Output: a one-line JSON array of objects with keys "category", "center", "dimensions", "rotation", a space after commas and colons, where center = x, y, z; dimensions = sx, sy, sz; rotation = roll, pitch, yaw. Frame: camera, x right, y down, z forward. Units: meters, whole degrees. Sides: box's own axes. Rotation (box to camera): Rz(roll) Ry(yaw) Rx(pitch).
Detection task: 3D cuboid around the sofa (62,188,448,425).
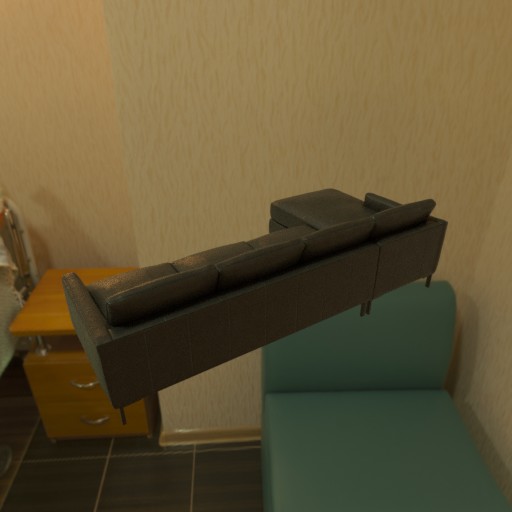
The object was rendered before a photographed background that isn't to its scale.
[{"category": "sofa", "center": [0.000, 0.000, 3.708], "dimensions": [2.993, 0.859, 1.471], "rotation": [-17, 33, -29]}]
